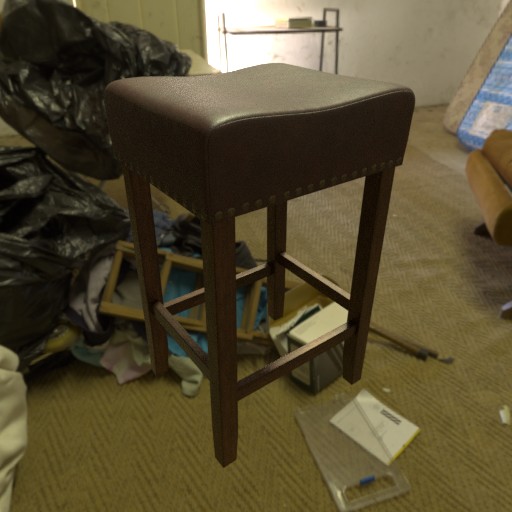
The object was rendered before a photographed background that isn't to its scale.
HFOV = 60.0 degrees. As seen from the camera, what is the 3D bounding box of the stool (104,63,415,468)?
[{"bbox_3d":[0.000,0.000,1.033,0.465,0.769,0.401,-21,37,-30],"label":"stool"}]
